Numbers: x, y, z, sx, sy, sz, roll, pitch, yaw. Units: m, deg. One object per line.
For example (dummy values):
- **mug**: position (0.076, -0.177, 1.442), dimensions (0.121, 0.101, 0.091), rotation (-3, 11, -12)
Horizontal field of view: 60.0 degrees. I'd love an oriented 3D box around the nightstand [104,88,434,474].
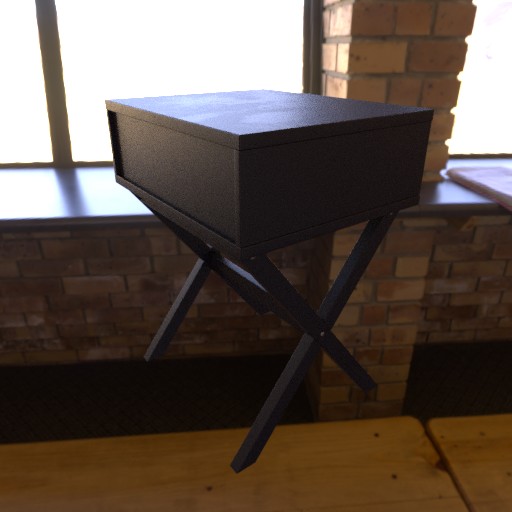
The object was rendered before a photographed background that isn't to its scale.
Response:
- **nightstand**: position (0.000, 0.000, 0.953), dimensions (0.402, 0.623, 0.479), rotation (-18, 31, -32)
